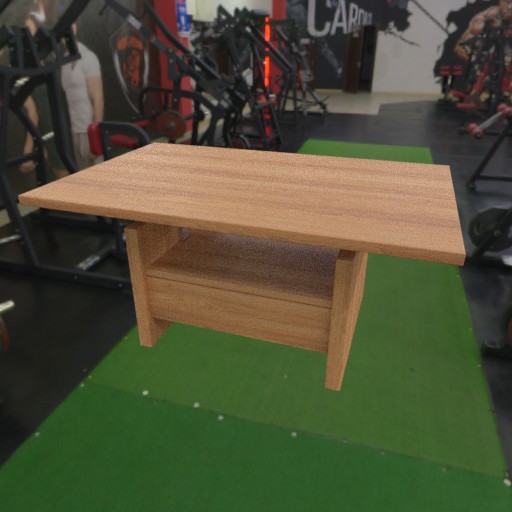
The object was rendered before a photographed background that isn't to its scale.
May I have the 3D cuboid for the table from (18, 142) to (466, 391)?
[{"bbox_3d":[0.000,0.000,1.429,1.100,0.510,0.700,9,28,17],"label":"table"}]
